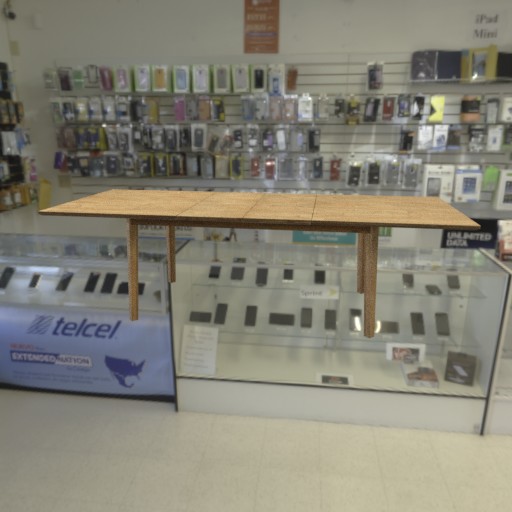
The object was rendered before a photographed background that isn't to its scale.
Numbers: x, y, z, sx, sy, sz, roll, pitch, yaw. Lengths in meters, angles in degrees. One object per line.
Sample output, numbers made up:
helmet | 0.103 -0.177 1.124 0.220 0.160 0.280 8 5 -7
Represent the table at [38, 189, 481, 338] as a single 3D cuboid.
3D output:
table | 0.000 0.000 3.156 2.603 0.752 1.000 3 17 9
